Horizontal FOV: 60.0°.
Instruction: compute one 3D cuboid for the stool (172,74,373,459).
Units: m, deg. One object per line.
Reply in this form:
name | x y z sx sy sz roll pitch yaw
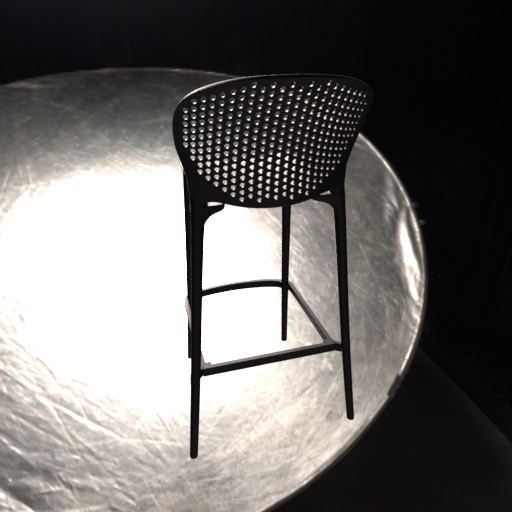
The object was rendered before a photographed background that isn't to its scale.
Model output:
stool | 0.000 0.000 1.331 0.536 1.045 0.535 -8 27 -15
